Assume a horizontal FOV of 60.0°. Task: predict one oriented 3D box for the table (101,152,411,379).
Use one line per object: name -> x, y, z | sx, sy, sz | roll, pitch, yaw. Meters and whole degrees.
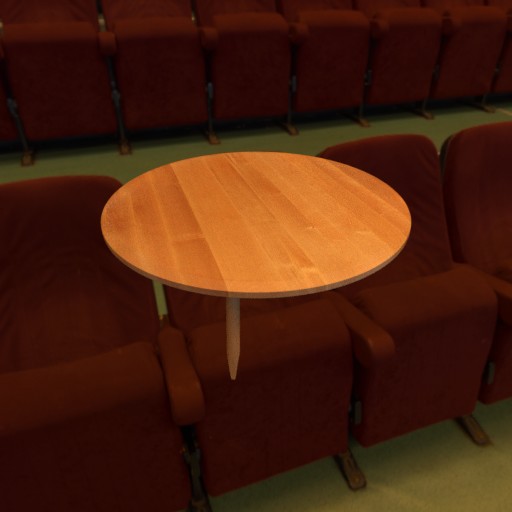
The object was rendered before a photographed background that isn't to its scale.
table -> 0.000, 0.000, 1.444 | 0.900, 0.400, 0.900 | 0, 32, 0
